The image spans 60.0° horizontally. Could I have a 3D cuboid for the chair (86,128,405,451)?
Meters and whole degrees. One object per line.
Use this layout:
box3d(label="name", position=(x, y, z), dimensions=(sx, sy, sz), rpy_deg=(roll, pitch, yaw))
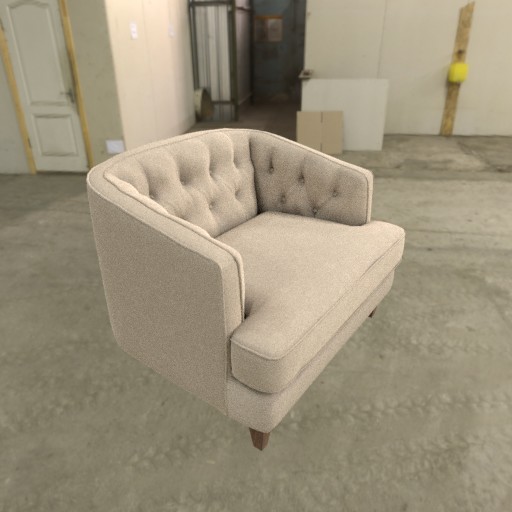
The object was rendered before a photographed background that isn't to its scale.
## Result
box3d(label="chair", position=(0.000, 0.000, 1.839), dimensions=(0.941, 0.852, 1.104), rpy_deg=(18, 33, 31))
